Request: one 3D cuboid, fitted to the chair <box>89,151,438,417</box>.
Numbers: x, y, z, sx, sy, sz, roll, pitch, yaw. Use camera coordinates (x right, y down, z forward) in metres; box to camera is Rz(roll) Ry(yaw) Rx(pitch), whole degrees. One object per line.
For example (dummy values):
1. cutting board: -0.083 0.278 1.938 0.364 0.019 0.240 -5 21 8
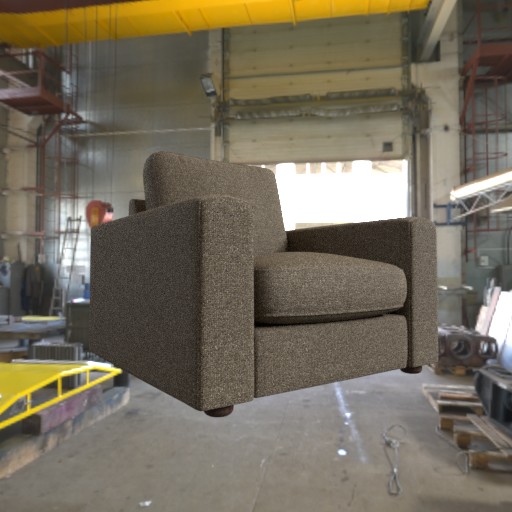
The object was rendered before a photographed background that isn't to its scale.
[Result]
1. chair: 0.000 0.000 1.739 1.005 0.873 1.016 1 -2 -35
